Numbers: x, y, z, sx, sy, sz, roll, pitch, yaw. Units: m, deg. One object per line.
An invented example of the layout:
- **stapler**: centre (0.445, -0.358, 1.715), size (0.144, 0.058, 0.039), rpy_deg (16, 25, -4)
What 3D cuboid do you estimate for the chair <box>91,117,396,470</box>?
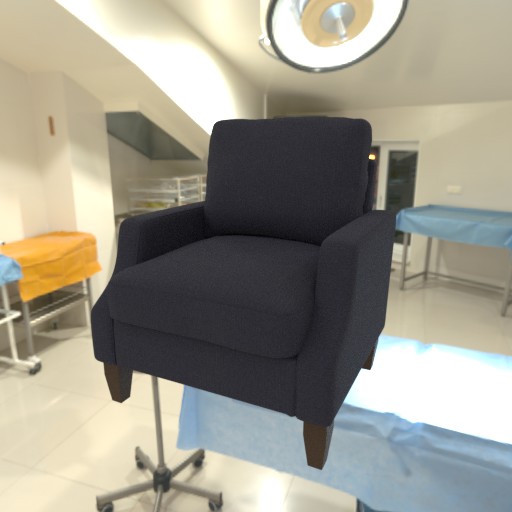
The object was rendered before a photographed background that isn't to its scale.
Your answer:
- **chair**: centre (0.000, 0.000, 1.623), size (0.855, 0.991, 0.897), rpy_deg (7, 16, 25)
